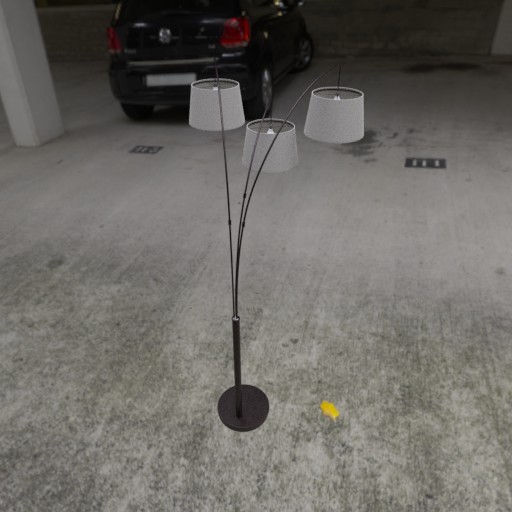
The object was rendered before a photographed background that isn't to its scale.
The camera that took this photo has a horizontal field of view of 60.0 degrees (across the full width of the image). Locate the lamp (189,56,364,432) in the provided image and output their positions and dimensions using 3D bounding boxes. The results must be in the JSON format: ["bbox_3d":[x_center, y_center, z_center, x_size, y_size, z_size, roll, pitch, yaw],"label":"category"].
[{"bbox_3d":[0.000,0.000,2.492,0.951,1.950,0.924,10,35,15],"label":"lamp"}]
